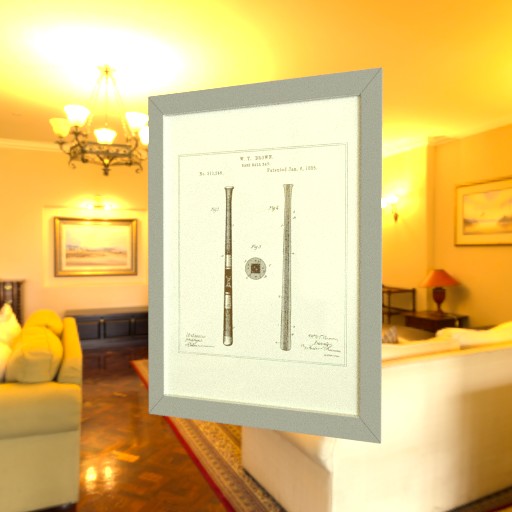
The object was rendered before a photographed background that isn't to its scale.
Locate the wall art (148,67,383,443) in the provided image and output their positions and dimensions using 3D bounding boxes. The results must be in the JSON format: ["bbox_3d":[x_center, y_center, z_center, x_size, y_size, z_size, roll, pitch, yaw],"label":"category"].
[{"bbox_3d":[0.000,0.000,0.684,0.374,0.529,0.012,0,1,18],"label":"wall art"}]
